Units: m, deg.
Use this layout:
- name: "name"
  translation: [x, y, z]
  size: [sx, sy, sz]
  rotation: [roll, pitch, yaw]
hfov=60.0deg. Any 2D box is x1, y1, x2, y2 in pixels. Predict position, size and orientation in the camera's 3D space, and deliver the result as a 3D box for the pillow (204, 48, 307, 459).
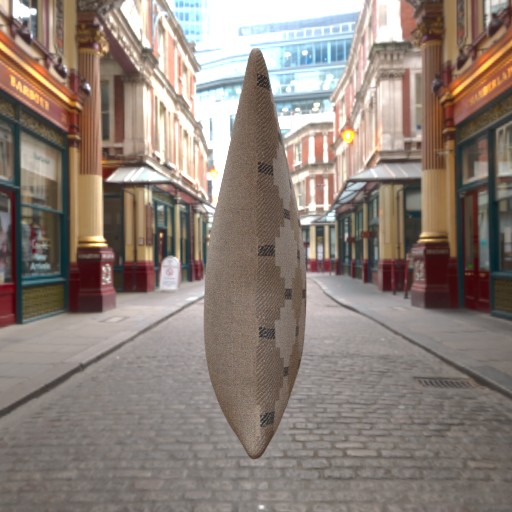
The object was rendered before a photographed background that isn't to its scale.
- name: "pillow"
  translation: [0.000, 0.000, 0.866]
  size: [0.192, 0.558, 0.578]
  rotation: [0, -1, 0]
